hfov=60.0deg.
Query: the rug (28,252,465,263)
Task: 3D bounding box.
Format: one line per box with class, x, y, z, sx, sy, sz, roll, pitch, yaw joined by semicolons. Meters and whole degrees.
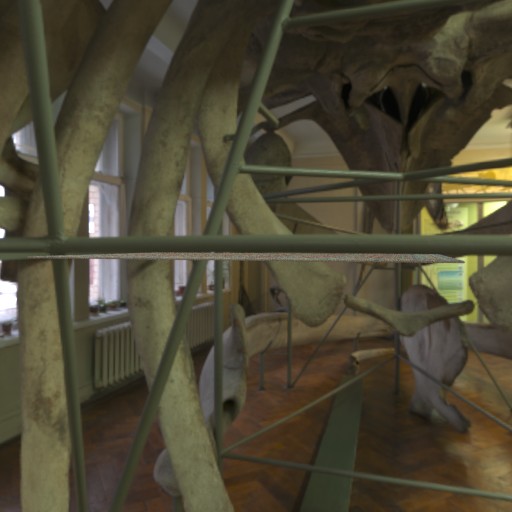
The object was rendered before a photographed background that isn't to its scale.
rug;0.000;0.000;3.046;2.439;0.011;1.533;0;1;18
